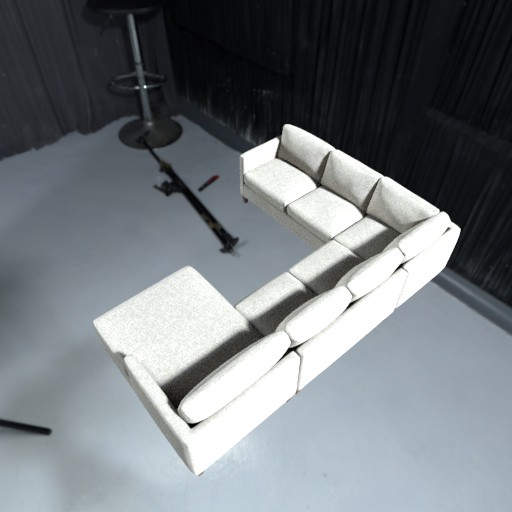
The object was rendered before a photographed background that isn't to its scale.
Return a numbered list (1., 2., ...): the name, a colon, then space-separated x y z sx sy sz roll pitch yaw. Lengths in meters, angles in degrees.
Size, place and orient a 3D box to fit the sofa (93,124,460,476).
1. sofa: 0.000 0.000 4.663 3.460 0.959 2.593 -32 54 -27
